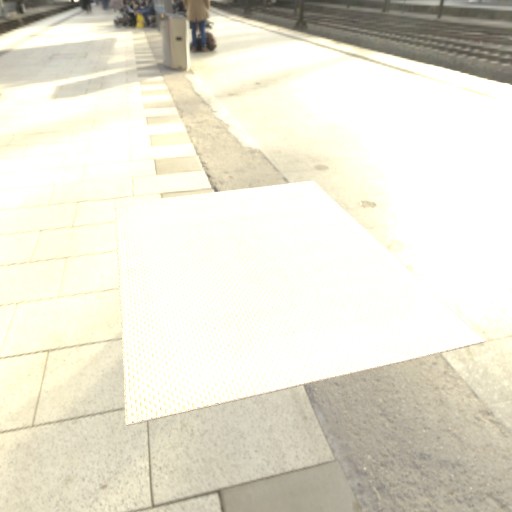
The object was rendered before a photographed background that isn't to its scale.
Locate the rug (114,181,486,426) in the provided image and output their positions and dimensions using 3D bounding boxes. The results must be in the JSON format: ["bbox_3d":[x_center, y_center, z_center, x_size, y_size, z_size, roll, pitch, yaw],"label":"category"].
[{"bbox_3d":[0.000,0.000,3.782,2.277,0.035,2.897,-9,32,-14],"label":"rug"}]
